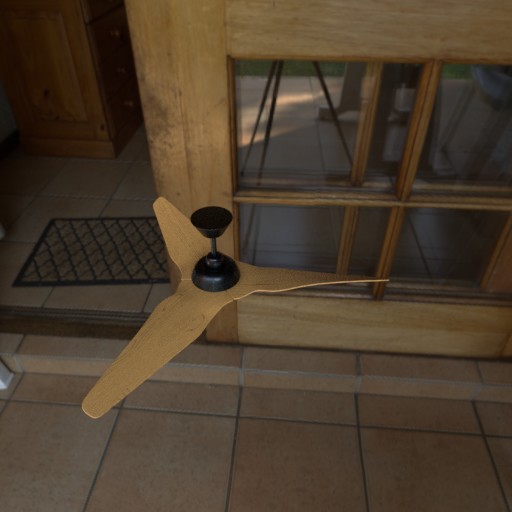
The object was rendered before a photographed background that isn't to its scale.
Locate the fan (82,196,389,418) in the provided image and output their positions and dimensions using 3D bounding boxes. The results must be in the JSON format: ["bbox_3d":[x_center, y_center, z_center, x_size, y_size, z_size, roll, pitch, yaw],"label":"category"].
[{"bbox_3d":[0.000,0.000,1.632,1.010,0.355,1.142,-1,39,-1],"label":"fan"}]
